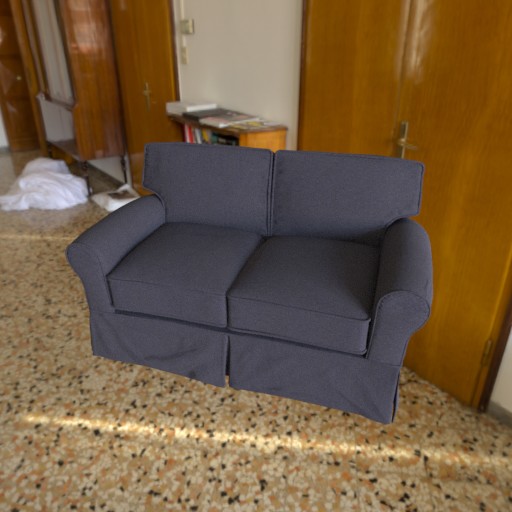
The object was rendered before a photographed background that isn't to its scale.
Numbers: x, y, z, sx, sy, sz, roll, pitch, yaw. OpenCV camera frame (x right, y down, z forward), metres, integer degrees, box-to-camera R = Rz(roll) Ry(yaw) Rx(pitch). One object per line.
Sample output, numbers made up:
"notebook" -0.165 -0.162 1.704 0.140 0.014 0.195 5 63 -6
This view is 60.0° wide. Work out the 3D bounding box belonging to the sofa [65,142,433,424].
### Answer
"sofa" 0.000 0.000 2.450 1.801 1.059 0.997 8 27 16
